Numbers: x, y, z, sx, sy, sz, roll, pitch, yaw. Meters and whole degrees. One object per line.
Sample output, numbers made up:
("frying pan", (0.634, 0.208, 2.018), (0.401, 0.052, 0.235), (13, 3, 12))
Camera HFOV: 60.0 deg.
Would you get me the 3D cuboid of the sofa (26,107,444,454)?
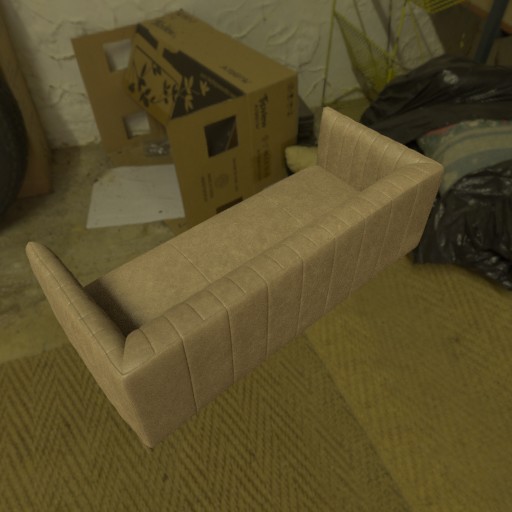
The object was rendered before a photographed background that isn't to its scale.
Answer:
("sofa", (0.000, 0.000, 2.388), (1.980, 0.779, 0.876), (-32, 54, -27))
